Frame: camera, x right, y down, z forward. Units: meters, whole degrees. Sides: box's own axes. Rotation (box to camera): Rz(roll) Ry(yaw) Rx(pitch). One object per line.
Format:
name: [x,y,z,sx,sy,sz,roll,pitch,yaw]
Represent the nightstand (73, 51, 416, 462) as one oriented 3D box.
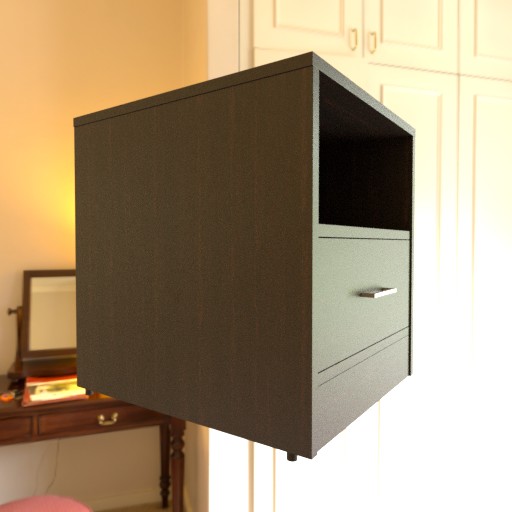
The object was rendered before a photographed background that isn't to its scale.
nightstand: [0.000,0.000,0.773,0.461,0.460,0.400,1,2,35]
